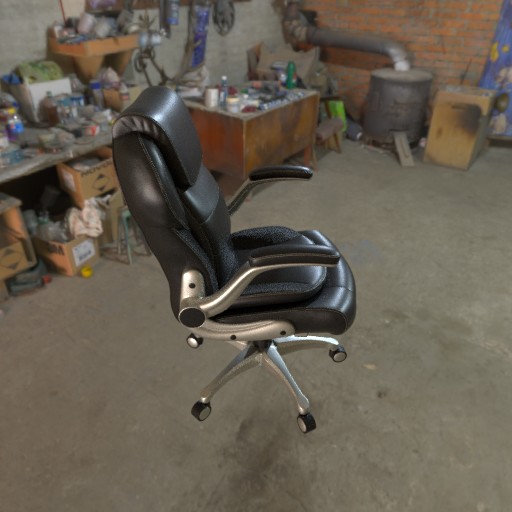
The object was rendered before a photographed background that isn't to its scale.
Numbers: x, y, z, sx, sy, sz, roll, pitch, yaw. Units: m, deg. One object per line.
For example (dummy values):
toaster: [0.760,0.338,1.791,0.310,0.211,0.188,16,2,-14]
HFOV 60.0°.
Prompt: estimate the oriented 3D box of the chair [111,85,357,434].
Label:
chair: [0.000,0.000,1.640,0.801,1.141,0.724,0,32,-1]
